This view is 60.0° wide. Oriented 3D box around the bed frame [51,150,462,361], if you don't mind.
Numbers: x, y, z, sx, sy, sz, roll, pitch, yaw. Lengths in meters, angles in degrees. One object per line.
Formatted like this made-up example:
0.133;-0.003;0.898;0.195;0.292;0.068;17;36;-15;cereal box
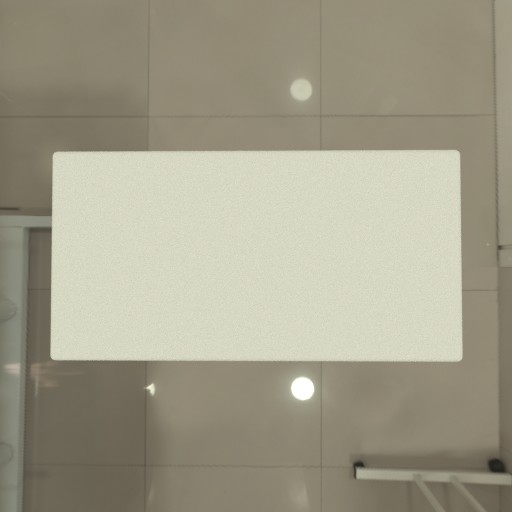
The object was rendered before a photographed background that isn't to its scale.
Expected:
0.000;0.000;2.420;1.950;0.659;1.023;0;89;1;bed frame
